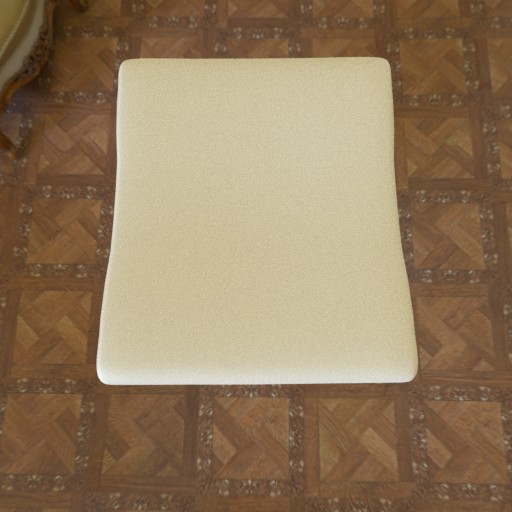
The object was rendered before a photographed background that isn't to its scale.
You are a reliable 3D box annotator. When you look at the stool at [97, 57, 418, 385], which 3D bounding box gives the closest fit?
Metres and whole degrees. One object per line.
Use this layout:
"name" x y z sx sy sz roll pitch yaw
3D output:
"stool" 0.000 0.000 0.880 0.401 0.609 0.471 0 76 0
